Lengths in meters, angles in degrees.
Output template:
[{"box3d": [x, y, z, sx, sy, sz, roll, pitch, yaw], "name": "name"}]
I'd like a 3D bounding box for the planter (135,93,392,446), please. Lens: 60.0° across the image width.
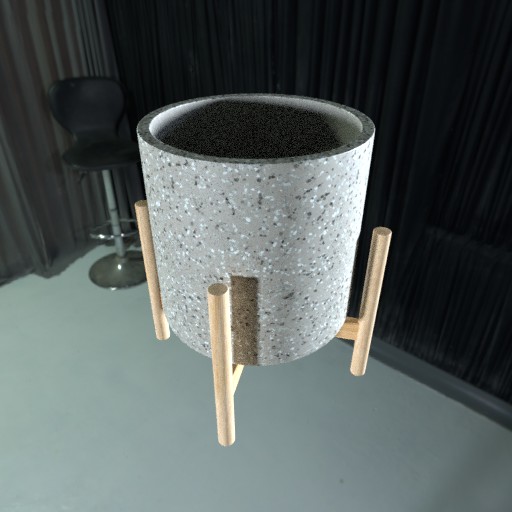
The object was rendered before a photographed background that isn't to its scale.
[{"box3d": [0.000, 0.000, 0.692, 0.360, 0.419, 0.360, 22, 39, 30], "name": "planter"}]
